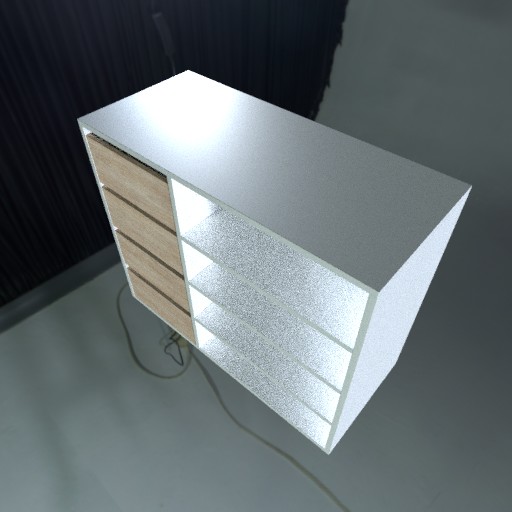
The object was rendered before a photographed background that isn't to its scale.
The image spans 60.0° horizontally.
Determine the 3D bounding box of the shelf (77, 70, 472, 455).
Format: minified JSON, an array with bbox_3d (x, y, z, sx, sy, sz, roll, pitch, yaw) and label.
[{"bbox_3d":[0.000,0.000,1.321,0.895,0.732,0.396,32,54,27],"label":"shelf"}]
